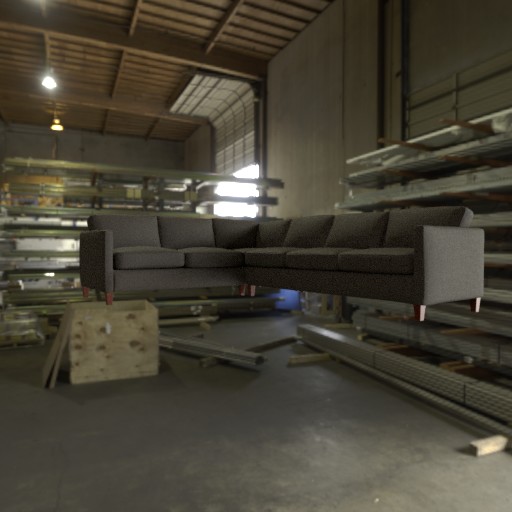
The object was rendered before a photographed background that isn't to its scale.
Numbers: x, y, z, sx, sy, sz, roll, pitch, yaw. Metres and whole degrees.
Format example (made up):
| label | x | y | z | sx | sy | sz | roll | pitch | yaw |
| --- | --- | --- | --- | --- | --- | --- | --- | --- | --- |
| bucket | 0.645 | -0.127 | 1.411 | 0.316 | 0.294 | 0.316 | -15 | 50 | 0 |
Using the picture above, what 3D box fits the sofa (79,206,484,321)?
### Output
| label | x | y | z | sx | sy | sz | roll | pitch | yaw |
| --- | --- | --- | --- | --- | --- | --- | --- | --- | --- |
| sofa | 0.000 | 0.000 | 4.392 | 2.593 | 0.947 | 3.302 | -1 | 1 | -36 |
